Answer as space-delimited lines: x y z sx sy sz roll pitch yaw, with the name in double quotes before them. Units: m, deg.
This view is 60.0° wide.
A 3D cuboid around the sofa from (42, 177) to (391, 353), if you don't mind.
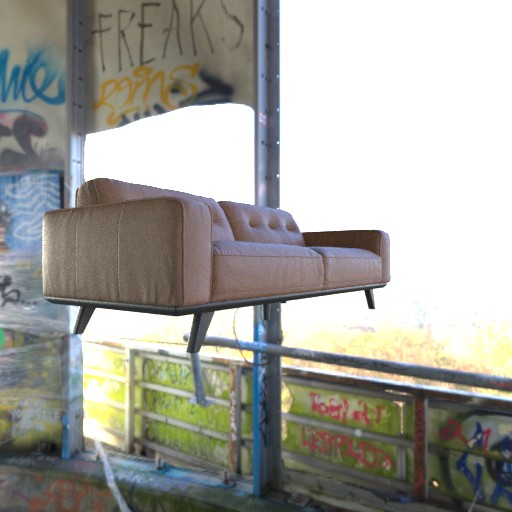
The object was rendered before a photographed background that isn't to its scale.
"sofa" 0.000 0.000 2.743 0.953 0.780 2.270 -1 -1 35
